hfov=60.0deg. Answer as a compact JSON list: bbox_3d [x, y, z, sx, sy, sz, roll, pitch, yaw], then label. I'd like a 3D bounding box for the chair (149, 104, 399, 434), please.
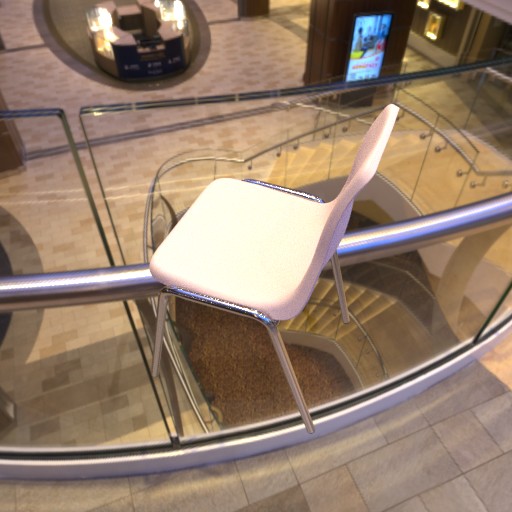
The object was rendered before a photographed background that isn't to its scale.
[{"bbox_3d":[0.000,0.000,0.955,0.436,0.704,0.381,16,48,15],"label":"chair"}]
